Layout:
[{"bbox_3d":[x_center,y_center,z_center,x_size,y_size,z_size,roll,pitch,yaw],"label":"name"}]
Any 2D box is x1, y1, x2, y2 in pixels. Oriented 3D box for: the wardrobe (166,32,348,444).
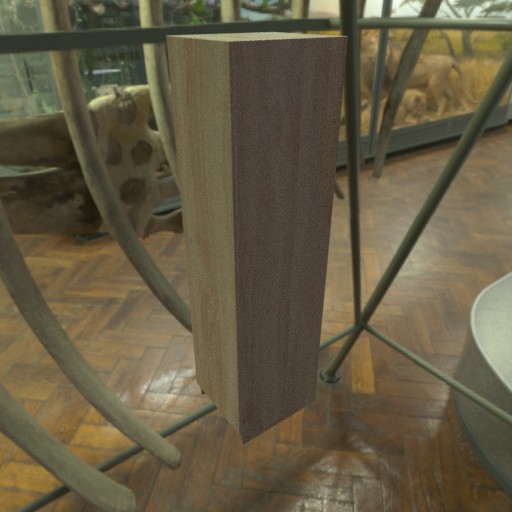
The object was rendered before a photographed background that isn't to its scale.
[{"bbox_3d":[0.000,0.000,2.378,0.588,2.117,0.496,-19,34,-31],"label":"wardrobe"}]
